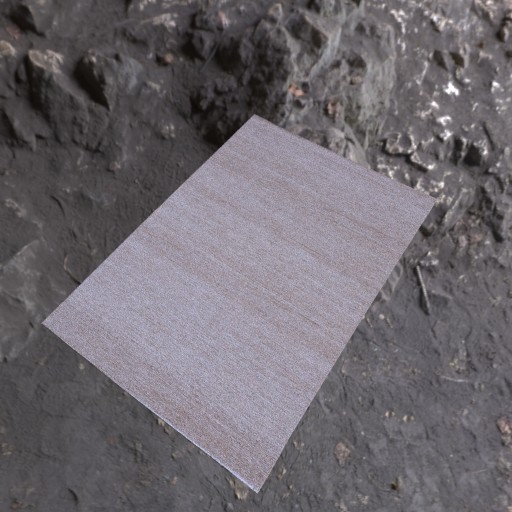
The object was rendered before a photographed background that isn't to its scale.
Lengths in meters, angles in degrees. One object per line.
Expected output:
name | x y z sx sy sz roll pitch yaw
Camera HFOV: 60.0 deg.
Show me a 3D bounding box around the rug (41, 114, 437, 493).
rug | 0.000 0.000 2.931 1.596 0.030 2.283 31 63 18
